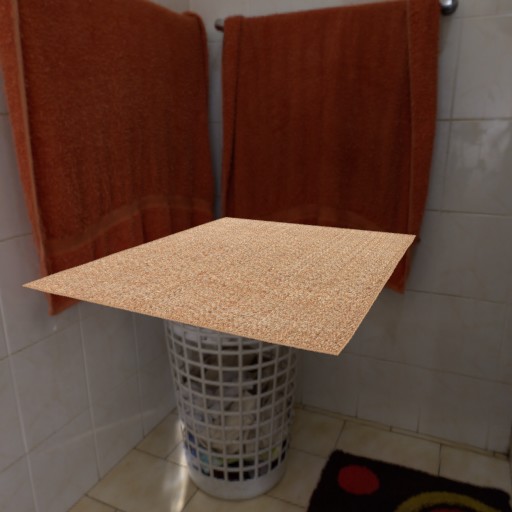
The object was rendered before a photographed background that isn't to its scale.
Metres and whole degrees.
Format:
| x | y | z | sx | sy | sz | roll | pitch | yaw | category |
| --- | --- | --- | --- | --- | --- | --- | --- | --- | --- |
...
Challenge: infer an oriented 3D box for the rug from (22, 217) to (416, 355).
| x | y | z | sx | sy | sz | roll | pitch | yaw | category |
| --- | --- | --- | --- | --- | --- | --- | --- | --- | --- |
| 0.000 | 0.000 | 4.076 | 2.439 | 0.013 | 3.048 | 8 | 17 | 25 | rug |
